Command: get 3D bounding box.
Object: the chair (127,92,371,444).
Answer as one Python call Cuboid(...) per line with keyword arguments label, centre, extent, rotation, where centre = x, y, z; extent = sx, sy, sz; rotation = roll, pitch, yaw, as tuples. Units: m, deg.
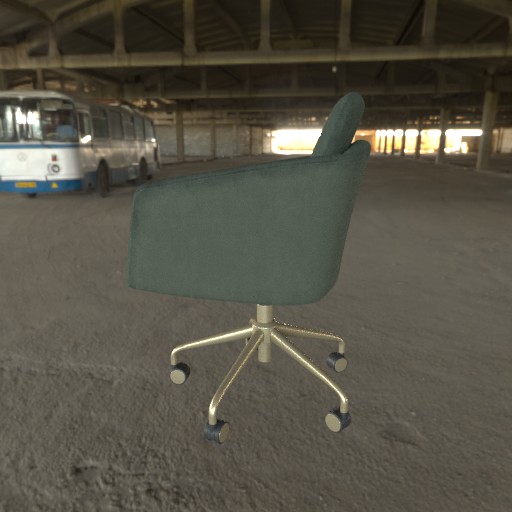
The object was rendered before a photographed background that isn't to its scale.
Cuboid(label="chair", centre=(0.000, 0.000, 1.360), extent=(0.635, 0.908, 0.641), rotation=(2, 15, 9))
